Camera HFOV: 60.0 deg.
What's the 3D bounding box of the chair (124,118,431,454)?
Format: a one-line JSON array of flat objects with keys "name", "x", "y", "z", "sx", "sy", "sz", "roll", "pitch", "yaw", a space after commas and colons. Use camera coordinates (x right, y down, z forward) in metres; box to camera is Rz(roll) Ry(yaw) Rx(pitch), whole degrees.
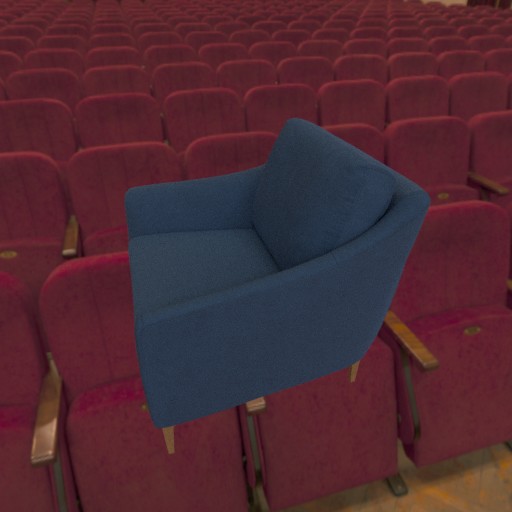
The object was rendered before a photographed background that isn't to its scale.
[{"name": "chair", "x": 0.000, "y": 0.000, "z": 1.719, "sx": 0.961, "sy": 0.899, "sz": 0.987, "roll": -8, "pitch": 31, "yaw": -14}]
